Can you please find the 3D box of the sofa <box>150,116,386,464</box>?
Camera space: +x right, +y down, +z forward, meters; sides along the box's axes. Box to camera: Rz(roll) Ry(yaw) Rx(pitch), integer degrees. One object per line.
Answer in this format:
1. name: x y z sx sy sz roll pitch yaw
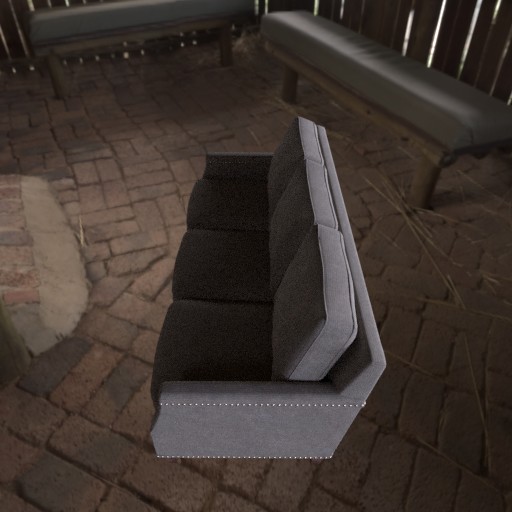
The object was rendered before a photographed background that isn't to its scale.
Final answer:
1. sofa: 0.000 0.000 2.794 1.034 1.042 2.226 0 40 0
